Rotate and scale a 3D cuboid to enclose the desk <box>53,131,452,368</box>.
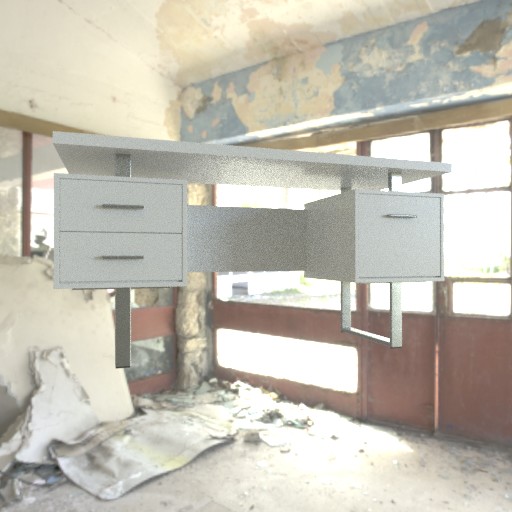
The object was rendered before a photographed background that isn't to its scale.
[{"bbox_3d":[0.000,0.000,1.899,1.530,0.773,0.603,0,0,-18],"label":"desk"}]
